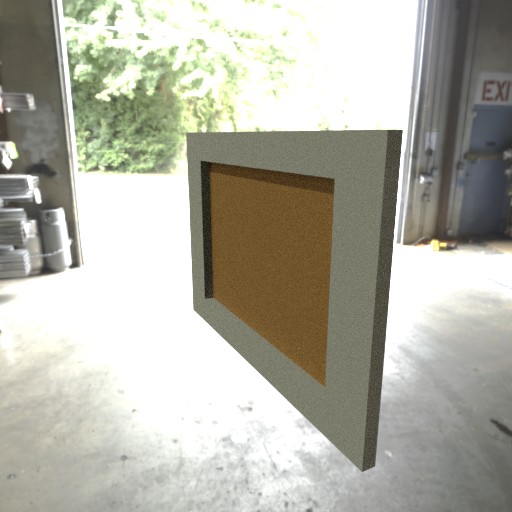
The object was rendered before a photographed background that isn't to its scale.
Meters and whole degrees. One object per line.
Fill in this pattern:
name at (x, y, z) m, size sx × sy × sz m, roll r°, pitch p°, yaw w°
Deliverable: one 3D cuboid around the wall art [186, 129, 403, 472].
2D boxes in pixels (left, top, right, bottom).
wall art at (0.000, 0.000, 1.141) m, size 0.033 × 0.617 × 0.906 m, roll -8°, pitch 17°, yaw -27°
